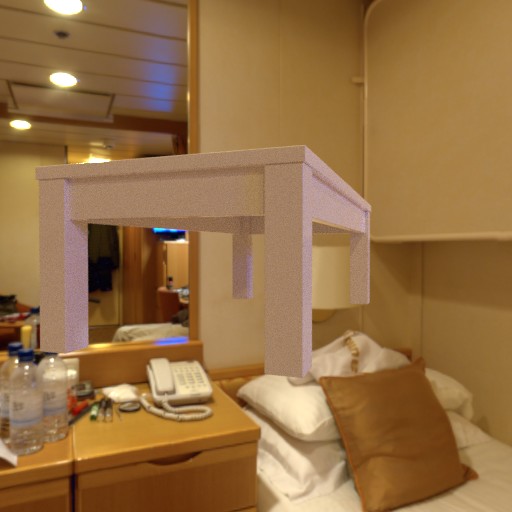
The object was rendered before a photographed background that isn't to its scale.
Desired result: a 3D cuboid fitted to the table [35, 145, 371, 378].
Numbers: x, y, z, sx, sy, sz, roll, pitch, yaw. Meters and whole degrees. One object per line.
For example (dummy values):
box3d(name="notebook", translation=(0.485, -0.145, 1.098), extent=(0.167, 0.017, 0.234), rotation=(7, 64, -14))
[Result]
box3d(name="table", translation=(0.000, 0.000, 1.642), extent=(0.700, 0.470, 1.350), rotation=(0, 1, 20))
